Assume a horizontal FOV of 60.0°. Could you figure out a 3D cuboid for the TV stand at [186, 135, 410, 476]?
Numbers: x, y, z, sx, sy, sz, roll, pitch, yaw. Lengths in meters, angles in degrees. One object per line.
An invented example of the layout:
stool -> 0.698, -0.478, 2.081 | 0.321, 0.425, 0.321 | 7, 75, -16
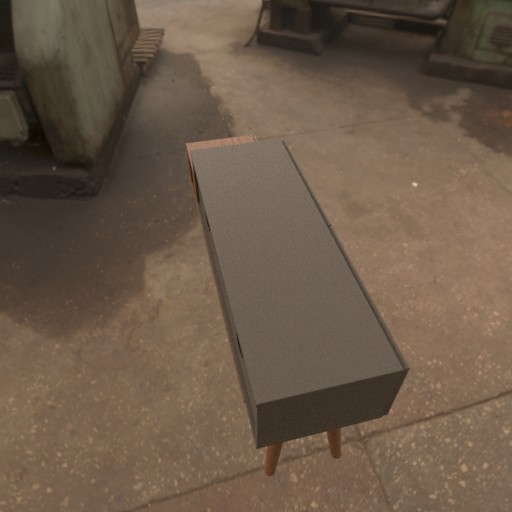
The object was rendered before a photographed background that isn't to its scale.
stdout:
TV stand -> 0.000, 0.000, 1.548 | 0.329, 0.591, 1.336 | -10, 47, -10
